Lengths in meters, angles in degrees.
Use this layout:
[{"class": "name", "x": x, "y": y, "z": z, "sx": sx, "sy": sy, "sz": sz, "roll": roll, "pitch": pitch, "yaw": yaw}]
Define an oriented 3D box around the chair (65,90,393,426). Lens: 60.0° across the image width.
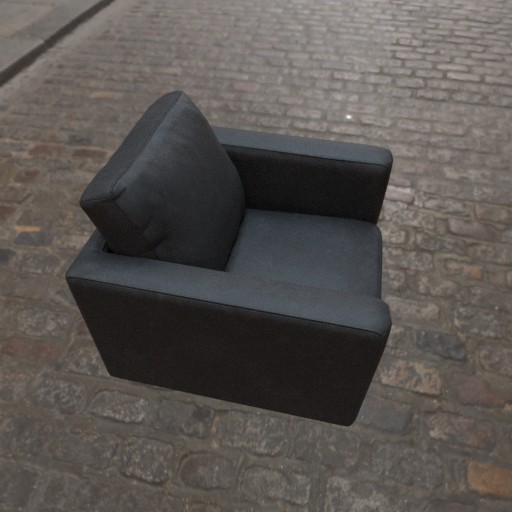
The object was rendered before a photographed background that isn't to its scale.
[{"class": "chair", "x": 0.000, "y": 0.000, "z": 1.534, "sx": 0.879, "sy": 0.898, "sz": 0.831, "roll": 9, "pitch": 47, "yaw": 8}]
